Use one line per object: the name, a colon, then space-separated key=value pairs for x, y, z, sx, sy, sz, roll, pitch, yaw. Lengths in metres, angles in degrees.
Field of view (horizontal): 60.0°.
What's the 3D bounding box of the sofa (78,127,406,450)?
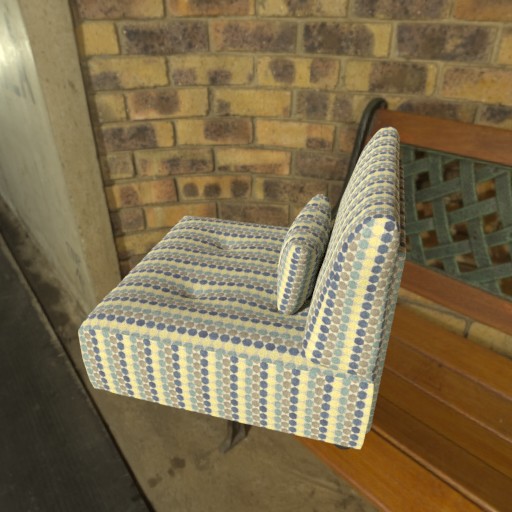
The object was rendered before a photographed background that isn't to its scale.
sofa: x=0.000 y=0.000 z=1.700 sx=1.000 sy=0.830 sz=0.930 roll=8 pitch=31 yaw=13
